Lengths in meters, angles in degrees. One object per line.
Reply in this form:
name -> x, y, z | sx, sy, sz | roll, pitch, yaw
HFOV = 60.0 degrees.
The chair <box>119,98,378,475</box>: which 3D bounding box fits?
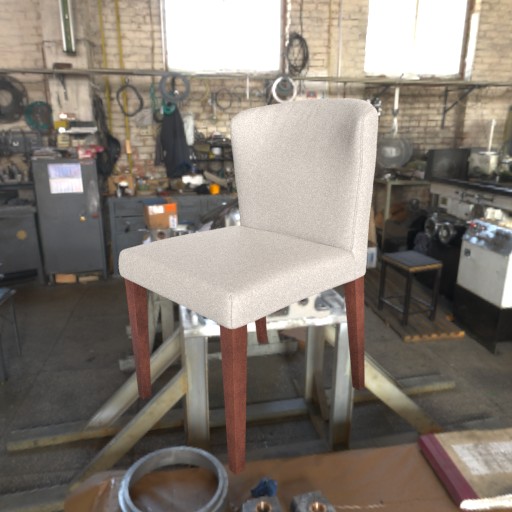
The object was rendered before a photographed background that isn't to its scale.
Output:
chair -> 0.000, 0.000, 1.218 | 0.592, 0.839, 0.491 | -15, 22, -42
